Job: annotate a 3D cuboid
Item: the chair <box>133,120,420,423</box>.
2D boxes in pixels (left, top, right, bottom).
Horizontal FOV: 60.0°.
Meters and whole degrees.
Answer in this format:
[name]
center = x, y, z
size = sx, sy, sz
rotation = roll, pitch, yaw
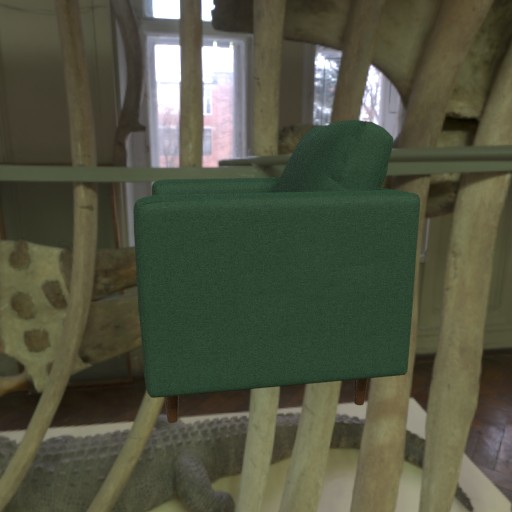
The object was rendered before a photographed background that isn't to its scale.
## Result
[chair]
center = 0.000, 0.000, 1.599
size = 0.800, 0.927, 0.855
rotation = -2, 13, -9
